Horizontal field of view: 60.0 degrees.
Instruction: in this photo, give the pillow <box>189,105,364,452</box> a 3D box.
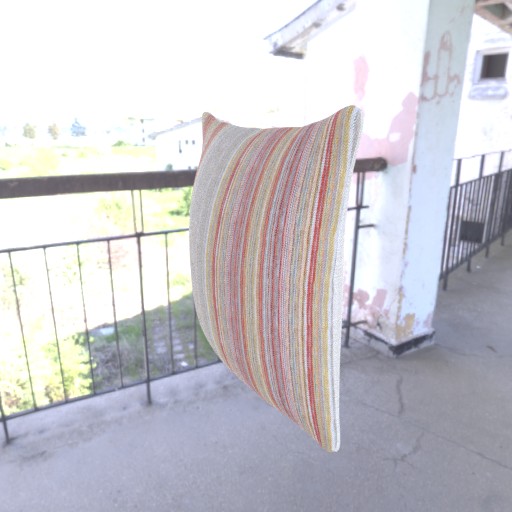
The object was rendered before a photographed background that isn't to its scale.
[{"bbox_3d":[0.000,0.000,0.707,0.191,0.449,0.451,-8,18,-26],"label":"pillow"}]
